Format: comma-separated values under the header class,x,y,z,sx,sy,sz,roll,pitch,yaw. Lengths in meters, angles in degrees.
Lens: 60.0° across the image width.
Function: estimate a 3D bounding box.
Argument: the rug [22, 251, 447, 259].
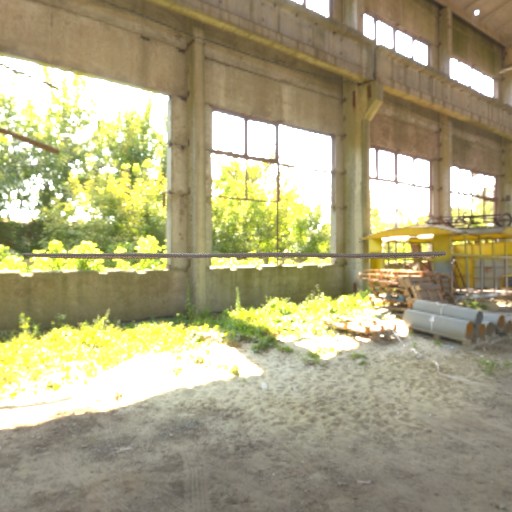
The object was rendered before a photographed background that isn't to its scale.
class,x,y,z,sx,sy,sz,roll,pitch,yaw
rug,0.000,0.000,4.052,3.011,0.054,2.399,0,0,18
